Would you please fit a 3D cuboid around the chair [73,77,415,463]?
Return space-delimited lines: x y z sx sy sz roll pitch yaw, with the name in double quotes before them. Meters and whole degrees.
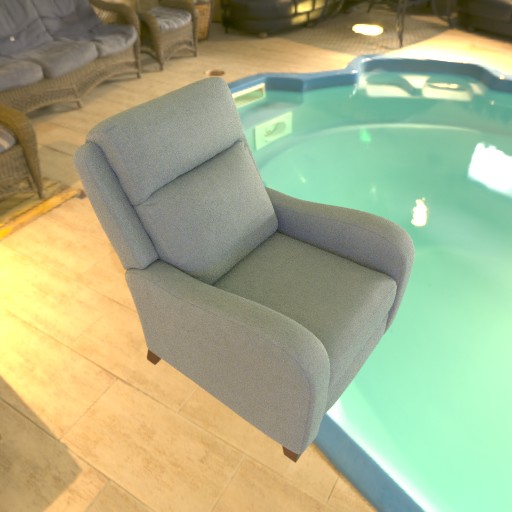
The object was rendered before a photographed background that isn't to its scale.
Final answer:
"chair" 0.000 0.000 1.698 0.988 1.067 0.785 26 47 27
